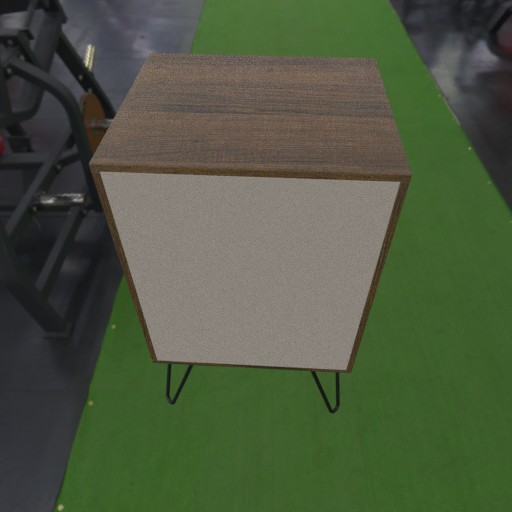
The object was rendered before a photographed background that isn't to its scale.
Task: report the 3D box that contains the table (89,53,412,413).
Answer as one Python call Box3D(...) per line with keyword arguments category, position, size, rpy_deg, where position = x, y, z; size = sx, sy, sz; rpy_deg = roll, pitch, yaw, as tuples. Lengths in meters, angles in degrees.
Box3D(category="table", position=(0.000, 0.000, 1.177), size=(0.526, 0.866, 0.457), rpy_deg=(2, 46, 2))
